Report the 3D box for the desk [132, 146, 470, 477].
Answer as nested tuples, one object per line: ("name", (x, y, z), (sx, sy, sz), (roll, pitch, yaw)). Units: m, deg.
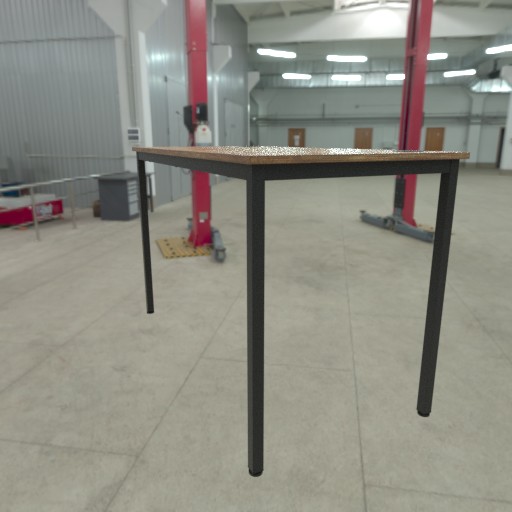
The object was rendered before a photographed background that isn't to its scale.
("desk", (0.000, 0.000, 1.585), (0.600, 0.749, 1.200), (-7, 16, -25))
